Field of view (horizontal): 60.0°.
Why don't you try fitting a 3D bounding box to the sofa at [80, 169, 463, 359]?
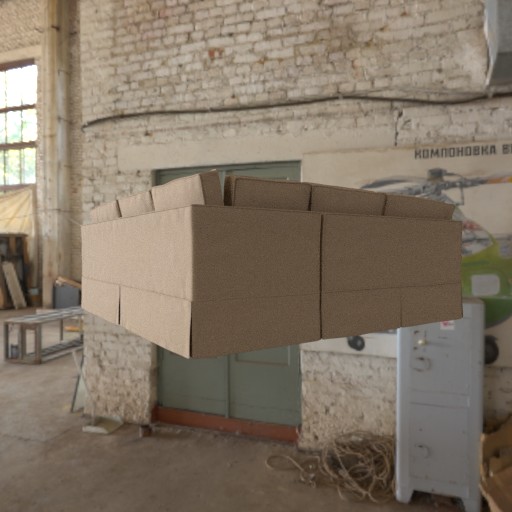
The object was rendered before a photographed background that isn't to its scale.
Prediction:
[{"bbox_3d":[0.000,0.000,4.359,2.730,1.124,2.733,-1,1,-34],"label":"sofa"}]
